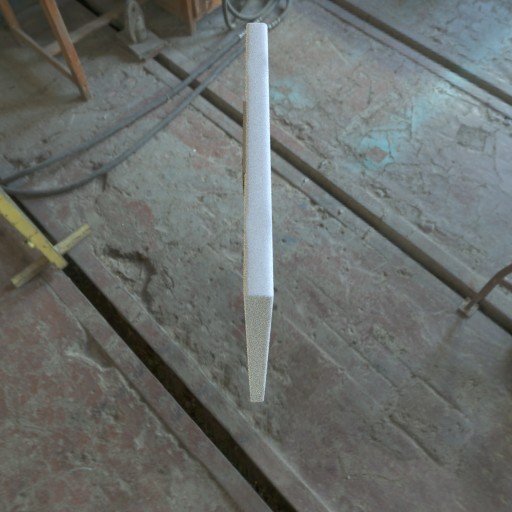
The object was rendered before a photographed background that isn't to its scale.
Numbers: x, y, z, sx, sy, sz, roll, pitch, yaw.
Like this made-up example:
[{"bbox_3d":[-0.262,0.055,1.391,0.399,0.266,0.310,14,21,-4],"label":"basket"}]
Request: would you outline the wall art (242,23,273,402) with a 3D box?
[{"bbox_3d":[0.000,0.000,1.173,0.048,0.916,0.602,0,63,0],"label":"wall art"}]
